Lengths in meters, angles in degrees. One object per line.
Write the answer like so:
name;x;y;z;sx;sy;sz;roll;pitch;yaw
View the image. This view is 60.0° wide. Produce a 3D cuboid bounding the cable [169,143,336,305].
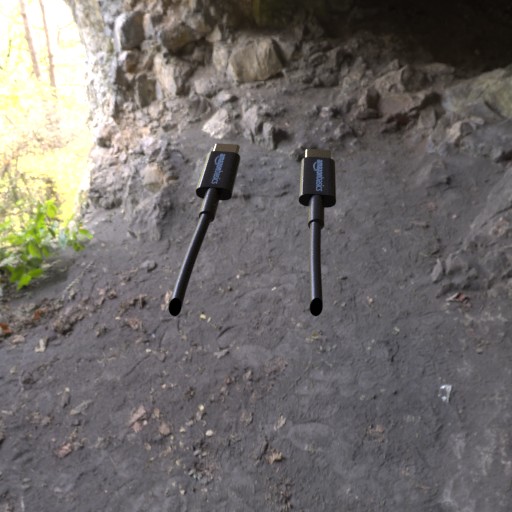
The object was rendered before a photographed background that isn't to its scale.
cable;0.000;0.000;0.111;0.041;0.005;0.098;5;46;4
